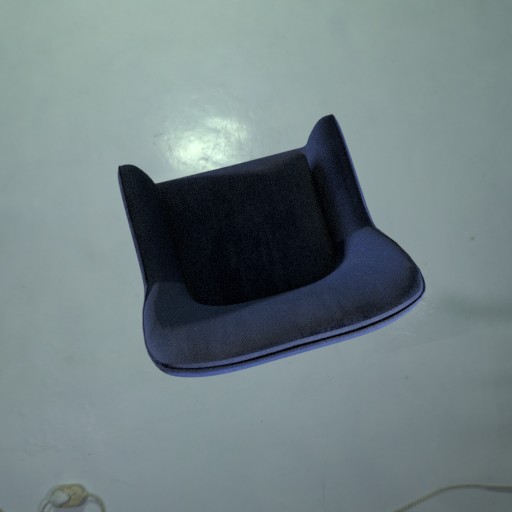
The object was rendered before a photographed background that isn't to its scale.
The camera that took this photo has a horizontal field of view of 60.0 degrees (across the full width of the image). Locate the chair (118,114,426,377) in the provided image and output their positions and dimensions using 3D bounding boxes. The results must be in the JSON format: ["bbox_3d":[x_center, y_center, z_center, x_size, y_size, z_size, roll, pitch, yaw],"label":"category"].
[{"bbox_3d":[0.000,0.000,1.237,0.600,0.820,0.600,-15,74,-4],"label":"chair"}]
